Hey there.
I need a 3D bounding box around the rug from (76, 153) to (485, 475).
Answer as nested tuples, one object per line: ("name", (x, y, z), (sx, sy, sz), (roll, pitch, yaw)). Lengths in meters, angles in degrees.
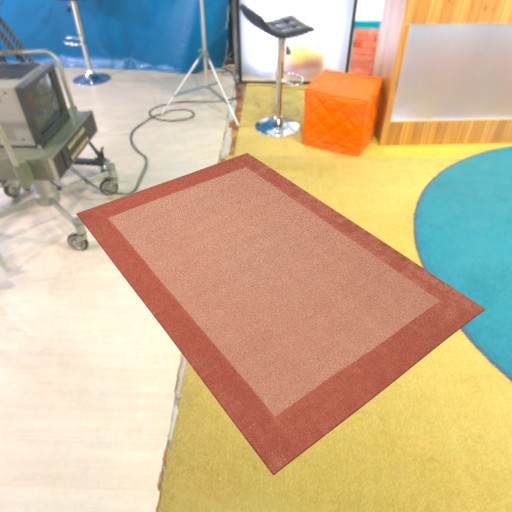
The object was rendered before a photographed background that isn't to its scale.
("rug", (0.000, 0.000, 2.278), (1.219, 0.014, 1.829), (-26, 47, -27))
